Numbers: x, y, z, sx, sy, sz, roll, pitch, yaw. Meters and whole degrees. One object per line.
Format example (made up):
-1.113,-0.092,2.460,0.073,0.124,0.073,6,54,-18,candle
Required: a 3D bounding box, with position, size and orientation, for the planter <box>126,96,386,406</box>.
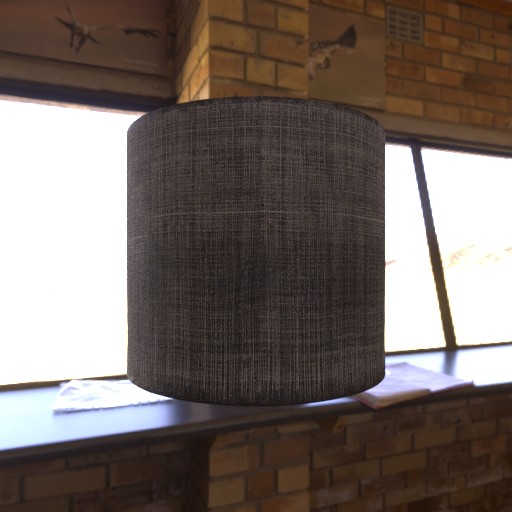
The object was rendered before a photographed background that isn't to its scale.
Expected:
0.000,0.000,0.392,0.221,0.201,0.221,0,-1,0,planter
